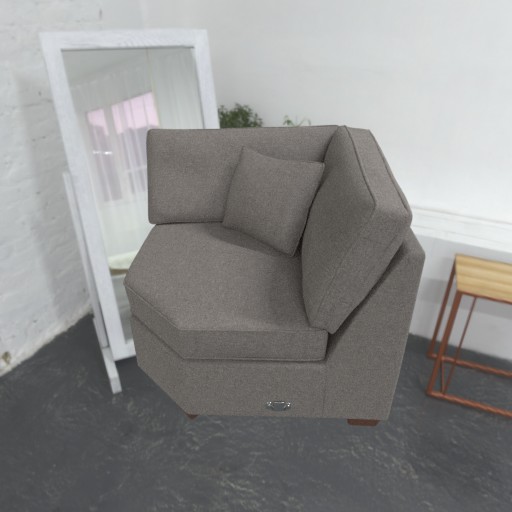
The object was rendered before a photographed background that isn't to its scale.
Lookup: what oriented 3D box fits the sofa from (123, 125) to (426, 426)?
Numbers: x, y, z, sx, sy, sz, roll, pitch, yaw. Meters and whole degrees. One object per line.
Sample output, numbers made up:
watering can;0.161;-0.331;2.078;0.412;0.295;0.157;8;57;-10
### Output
sofa;0.000;0.000;1.889;1.050;0.951;1.042;2;30;3
